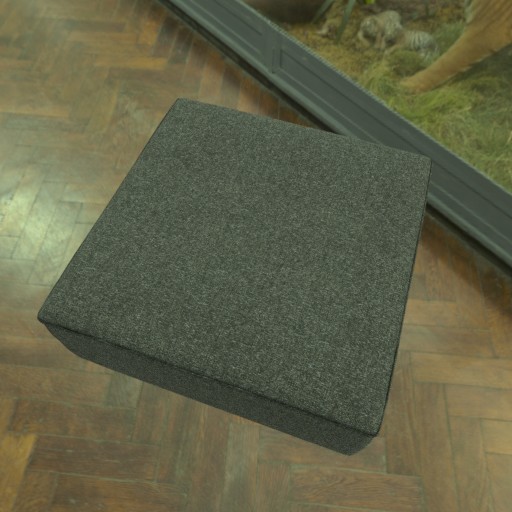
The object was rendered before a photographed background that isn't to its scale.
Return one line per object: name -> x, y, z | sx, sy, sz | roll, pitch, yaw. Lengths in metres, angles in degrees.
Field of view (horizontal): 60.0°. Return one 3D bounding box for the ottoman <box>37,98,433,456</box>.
ottoman -> 0.000, 0.000, 1.567 | 1.017, 0.423, 1.021 | 17, 60, 10
